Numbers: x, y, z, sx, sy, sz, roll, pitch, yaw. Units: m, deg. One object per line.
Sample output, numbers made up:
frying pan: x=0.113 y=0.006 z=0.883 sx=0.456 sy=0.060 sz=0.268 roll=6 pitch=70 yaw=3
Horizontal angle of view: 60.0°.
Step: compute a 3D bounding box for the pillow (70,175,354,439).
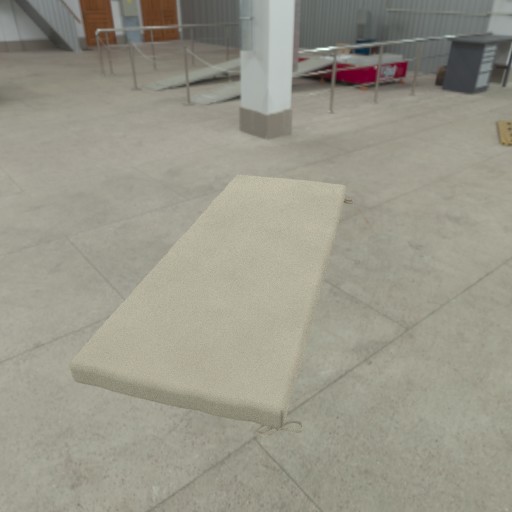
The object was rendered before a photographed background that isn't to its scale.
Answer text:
pillow: x=0.000 y=0.000 z=1.335 sx=0.492 sy=0.081 sz=1.187 roll=8 pitch=32 yaw=13
